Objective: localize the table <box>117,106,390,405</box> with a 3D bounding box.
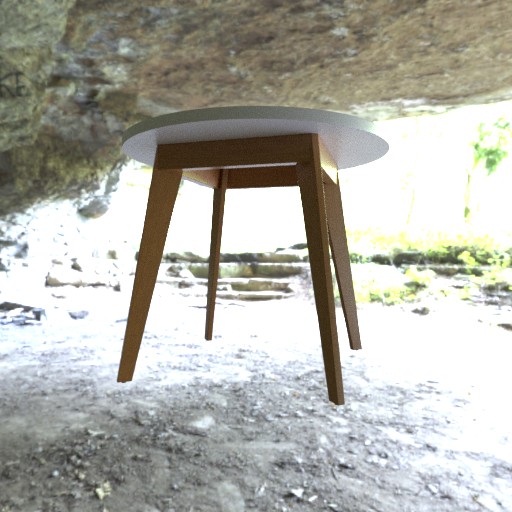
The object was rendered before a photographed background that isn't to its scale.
[{"bbox_3d":[0.000,0.000,1.553,0.896,0.762,0.896,0,1,0],"label":"table"}]
